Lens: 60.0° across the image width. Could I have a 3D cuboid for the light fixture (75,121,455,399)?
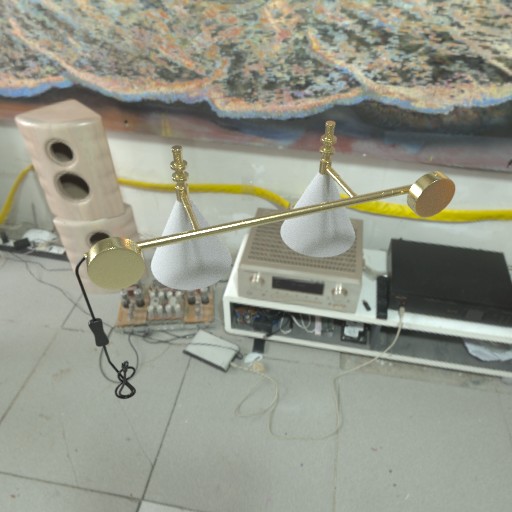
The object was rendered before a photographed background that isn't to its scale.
[{"bbox_3d":[0.000,0.000,0.867,0.642,0.468,0.239,-13,43,-14],"label":"light fixture"}]
